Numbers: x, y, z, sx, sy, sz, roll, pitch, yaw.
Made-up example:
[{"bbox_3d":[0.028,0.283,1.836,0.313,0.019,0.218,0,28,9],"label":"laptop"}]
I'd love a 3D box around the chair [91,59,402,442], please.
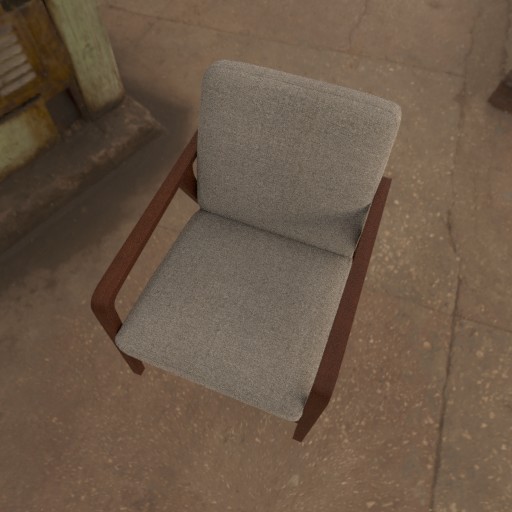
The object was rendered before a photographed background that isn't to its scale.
[{"bbox_3d":[0.000,0.000,1.453,0.704,0.847,0.858,19,61,11],"label":"chair"}]
